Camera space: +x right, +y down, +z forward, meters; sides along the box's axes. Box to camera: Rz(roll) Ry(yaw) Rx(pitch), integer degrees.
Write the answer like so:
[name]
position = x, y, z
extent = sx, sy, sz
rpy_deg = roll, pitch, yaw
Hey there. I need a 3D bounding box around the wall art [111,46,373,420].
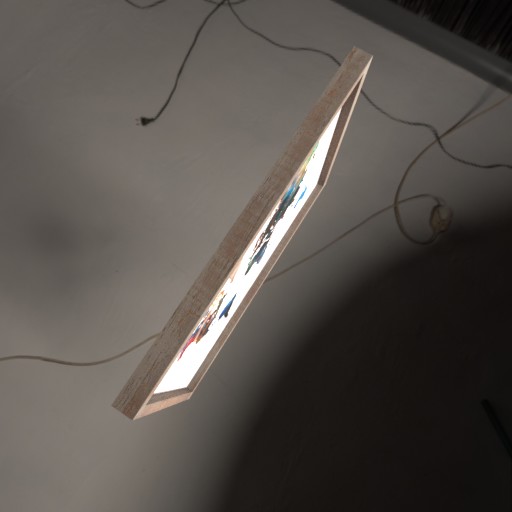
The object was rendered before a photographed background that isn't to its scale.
[wall art]
position = 0.000, 0.000, 1.790
extent = 0.070, 1.009, 1.320
rpy_deg = 31, 77, 8
